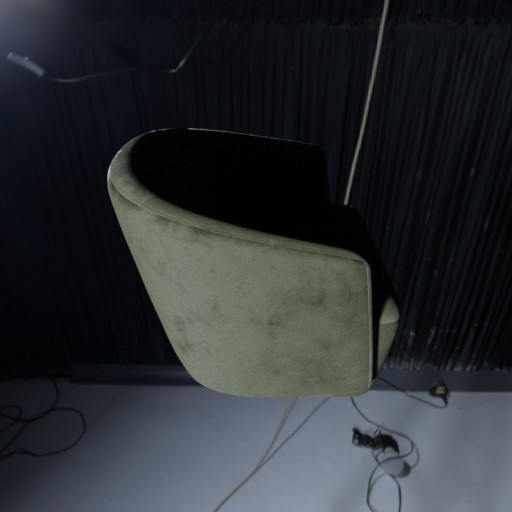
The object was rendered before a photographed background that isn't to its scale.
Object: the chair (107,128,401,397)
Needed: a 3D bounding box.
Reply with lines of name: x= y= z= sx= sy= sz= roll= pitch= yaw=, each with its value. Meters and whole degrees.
chair: x=0.000 y=0.000 z=1.380 sx=0.767 sy=0.698 sz=0.773 roll=0 pitch=31 yaw=0
